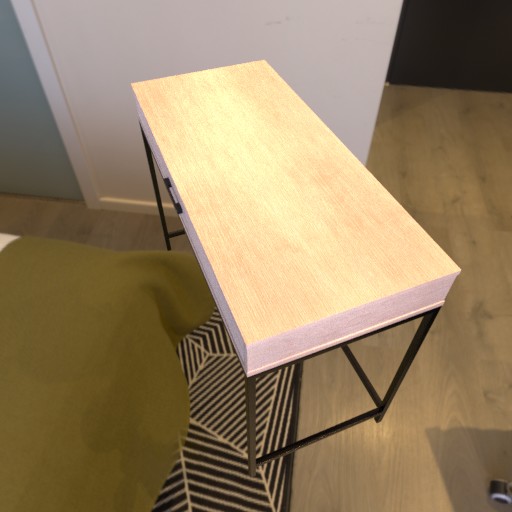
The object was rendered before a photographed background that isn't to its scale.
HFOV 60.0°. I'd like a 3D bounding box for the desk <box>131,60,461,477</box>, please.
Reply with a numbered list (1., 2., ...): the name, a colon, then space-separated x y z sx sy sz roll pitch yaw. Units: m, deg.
1. desk: 0.000 0.000 1.419 0.470 0.762 1.016 -17 50 -15
